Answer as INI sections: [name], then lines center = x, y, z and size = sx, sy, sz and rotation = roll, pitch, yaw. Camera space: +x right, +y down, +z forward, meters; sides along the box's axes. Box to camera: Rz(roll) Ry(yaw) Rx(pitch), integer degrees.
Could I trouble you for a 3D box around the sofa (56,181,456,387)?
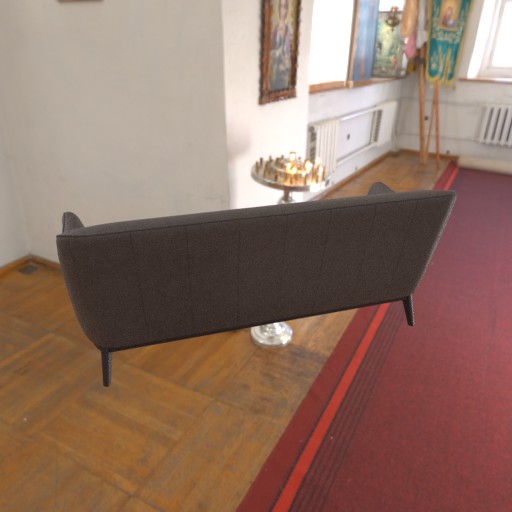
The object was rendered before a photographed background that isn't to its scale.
[sofa]
center = 0.000, 0.000, 2.371
size = 1.928, 0.831, 0.869
rotation = -8, 28, -15
